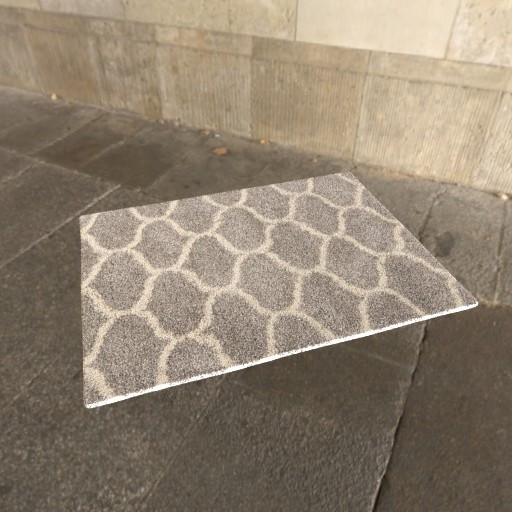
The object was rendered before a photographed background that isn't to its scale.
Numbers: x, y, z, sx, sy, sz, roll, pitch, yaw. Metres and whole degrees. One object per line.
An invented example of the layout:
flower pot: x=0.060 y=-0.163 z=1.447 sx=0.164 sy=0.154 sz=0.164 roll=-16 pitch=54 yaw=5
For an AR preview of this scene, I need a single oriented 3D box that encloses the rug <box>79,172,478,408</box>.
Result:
rug: x=0.000 y=0.000 z=2.122 sx=1.600 sy=0.025 sz=1.200 roll=-11 pitch=41 yaw=-14
